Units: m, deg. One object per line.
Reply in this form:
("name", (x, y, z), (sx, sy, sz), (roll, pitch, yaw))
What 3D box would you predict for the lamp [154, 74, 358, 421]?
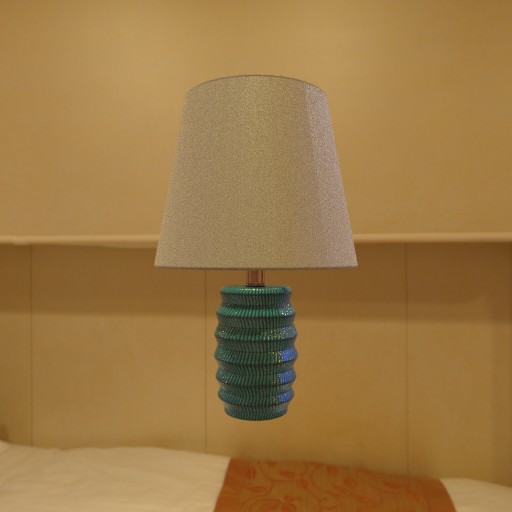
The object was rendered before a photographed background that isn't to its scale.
("lamp", (0.000, 0.000, 0.566), (0.254, 0.392, 0.254), (0, 0, 0))
